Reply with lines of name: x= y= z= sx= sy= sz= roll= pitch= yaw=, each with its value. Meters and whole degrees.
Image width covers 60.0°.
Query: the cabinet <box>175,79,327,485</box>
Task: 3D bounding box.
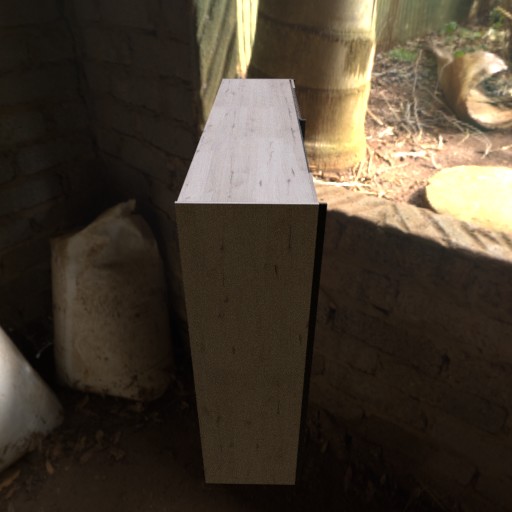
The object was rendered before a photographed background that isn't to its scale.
cabinet: x=0.000 y=0.000 z=3.552 sx=0.660 sy=2.180 sz=2.500 roll=1 pitch=33 yaw=1
